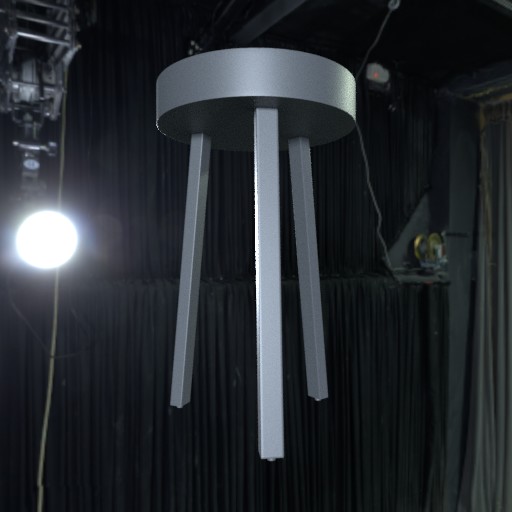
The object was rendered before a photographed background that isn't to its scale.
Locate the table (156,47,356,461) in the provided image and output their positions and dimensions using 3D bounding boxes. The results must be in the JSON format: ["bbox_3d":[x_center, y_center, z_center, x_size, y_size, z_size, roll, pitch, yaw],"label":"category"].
[{"bbox_3d":[0.000,0.000,0.931,0.406,0.686,0.406,-1,1,-37],"label":"table"}]
